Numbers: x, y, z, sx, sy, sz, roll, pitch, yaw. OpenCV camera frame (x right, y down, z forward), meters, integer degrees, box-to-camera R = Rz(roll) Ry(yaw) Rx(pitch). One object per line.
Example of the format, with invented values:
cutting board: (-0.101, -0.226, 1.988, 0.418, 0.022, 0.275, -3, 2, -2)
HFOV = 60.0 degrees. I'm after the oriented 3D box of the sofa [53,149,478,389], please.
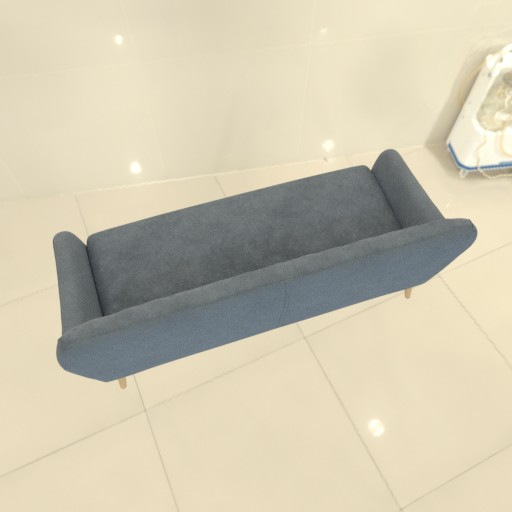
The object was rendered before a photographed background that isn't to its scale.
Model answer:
sofa: (0.000, 0.000, 2.375, 1.975, 0.832, 0.841, -16, 60, -10)
